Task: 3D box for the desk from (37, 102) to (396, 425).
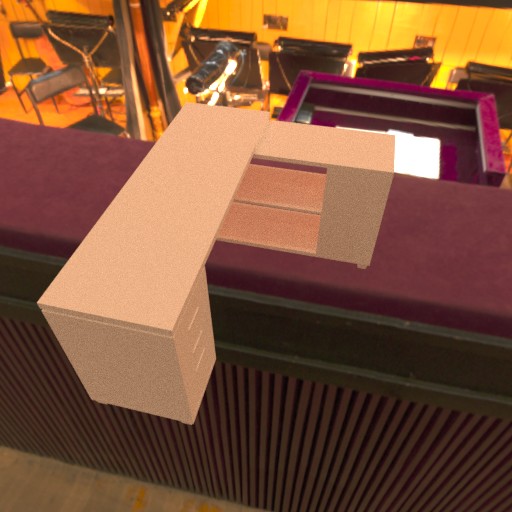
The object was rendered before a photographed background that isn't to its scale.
[{"bbox_3d":[0.000,0.000,2.231,1.199,0.759,1.524,10,46,9],"label":"desk"}]
